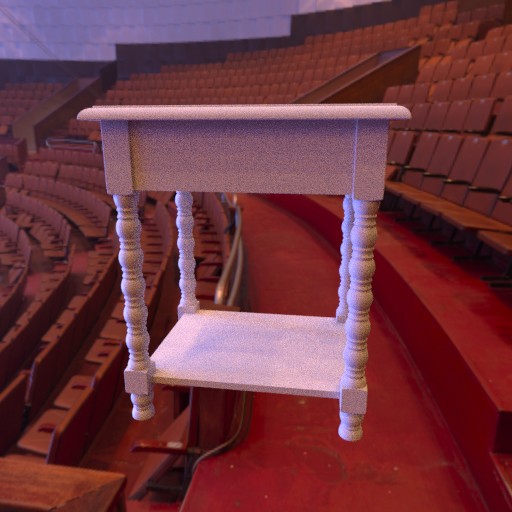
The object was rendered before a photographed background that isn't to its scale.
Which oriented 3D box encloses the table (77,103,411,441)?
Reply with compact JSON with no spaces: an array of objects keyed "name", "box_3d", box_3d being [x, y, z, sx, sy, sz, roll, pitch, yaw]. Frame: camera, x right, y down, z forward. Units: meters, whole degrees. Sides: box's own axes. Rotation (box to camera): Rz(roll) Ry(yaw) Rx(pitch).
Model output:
[{"name":"table","box_3d":[0.000,0.000,0.848,0.460,0.531,0.381,2,16,8]}]
